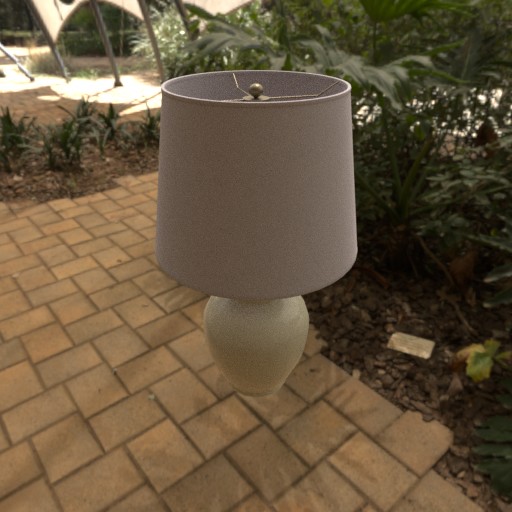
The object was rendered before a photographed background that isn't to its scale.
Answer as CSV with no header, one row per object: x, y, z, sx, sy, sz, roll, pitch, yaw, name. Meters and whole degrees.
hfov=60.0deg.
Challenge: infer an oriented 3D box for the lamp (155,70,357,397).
0.000,0.000,0.544,0.239,0.399,0.239,0,30,0,lamp
